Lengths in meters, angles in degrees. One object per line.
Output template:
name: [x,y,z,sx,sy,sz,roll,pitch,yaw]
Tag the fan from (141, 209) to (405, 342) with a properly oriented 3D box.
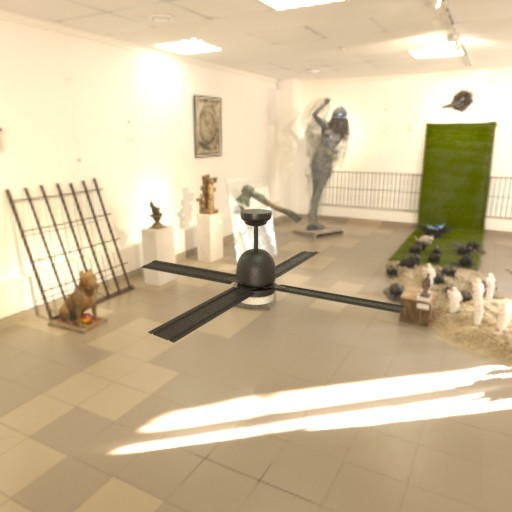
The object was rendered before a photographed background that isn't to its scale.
fan: [0.000,0.000,2.017,1.319,0.410,1.319,8,17,27]
